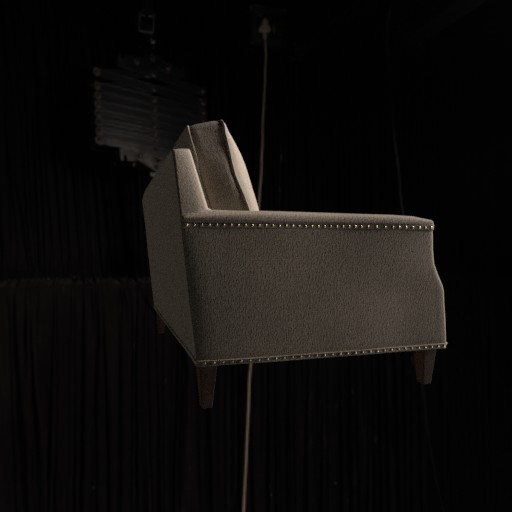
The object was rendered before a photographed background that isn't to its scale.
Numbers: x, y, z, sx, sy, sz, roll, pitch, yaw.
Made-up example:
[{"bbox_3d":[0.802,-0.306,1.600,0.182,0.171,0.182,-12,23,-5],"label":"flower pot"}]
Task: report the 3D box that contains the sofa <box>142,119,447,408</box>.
[{"bbox_3d":[0.000,0.000,2.306,1.084,1.003,1.597,0,1,-18],"label":"sofa"}]
